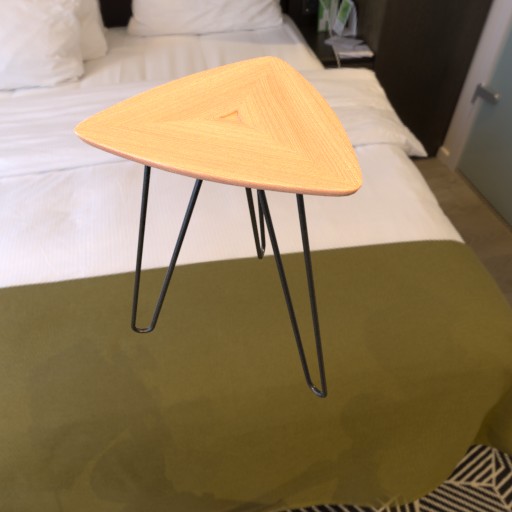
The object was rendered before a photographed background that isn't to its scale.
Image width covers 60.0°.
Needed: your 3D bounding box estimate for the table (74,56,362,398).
[{"bbox_3d":[0.000,0.000,0.887,0.442,0.564,0.455,-32,54,-28],"label":"table"}]
